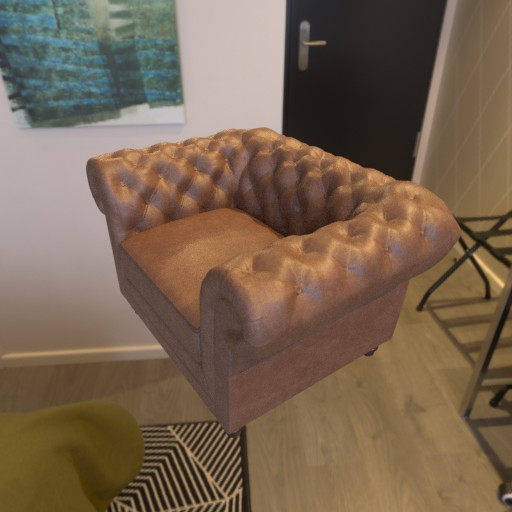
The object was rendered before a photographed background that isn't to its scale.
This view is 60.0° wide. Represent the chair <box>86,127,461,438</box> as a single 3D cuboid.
[{"bbox_3d":[0.000,0.000,1.859,0.954,0.784,1.298,-20,37,-29],"label":"chair"}]
